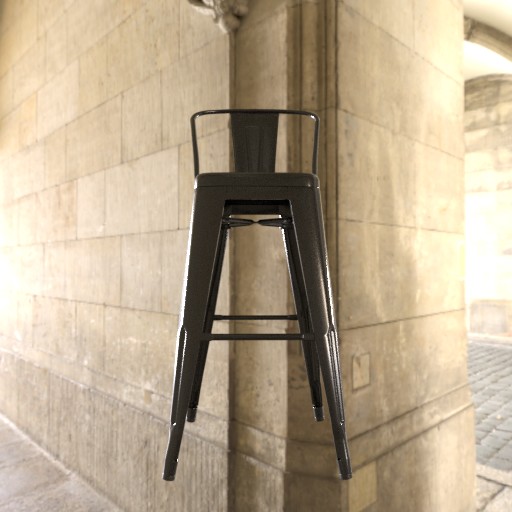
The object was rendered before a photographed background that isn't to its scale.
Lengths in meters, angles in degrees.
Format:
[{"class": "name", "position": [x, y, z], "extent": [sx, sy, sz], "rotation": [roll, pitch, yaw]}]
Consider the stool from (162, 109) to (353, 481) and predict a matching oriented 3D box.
[{"class": "stool", "position": [0.000, 0.000, 1.260], "extent": [0.432, 1.022, 0.528], "rotation": [0, -1, -1]}]
